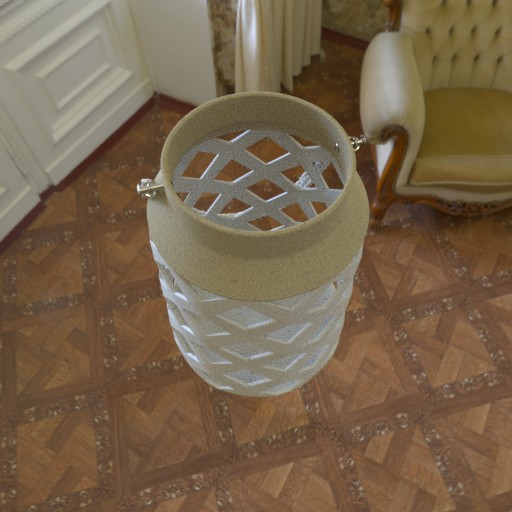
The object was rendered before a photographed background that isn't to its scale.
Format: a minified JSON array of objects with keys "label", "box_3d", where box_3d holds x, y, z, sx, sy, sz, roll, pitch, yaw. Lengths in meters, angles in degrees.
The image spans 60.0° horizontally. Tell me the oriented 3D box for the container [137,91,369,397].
[{"label":"container","box_3d":[0.000,0.000,0.346,0.163,0.229,0.172,-14,60,-9]}]
